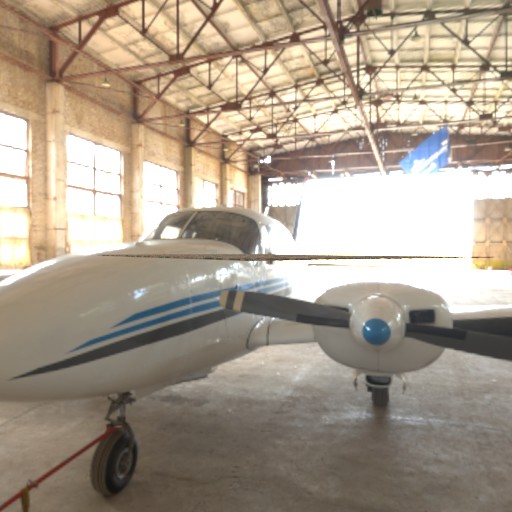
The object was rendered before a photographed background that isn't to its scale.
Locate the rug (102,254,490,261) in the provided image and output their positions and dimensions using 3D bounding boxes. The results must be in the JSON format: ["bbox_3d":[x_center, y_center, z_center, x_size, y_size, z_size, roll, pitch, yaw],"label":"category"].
[{"bbox_3d":[0.000,0.000,2.997,1.524,0.011,2.438,0,1,-34],"label":"rug"}]
